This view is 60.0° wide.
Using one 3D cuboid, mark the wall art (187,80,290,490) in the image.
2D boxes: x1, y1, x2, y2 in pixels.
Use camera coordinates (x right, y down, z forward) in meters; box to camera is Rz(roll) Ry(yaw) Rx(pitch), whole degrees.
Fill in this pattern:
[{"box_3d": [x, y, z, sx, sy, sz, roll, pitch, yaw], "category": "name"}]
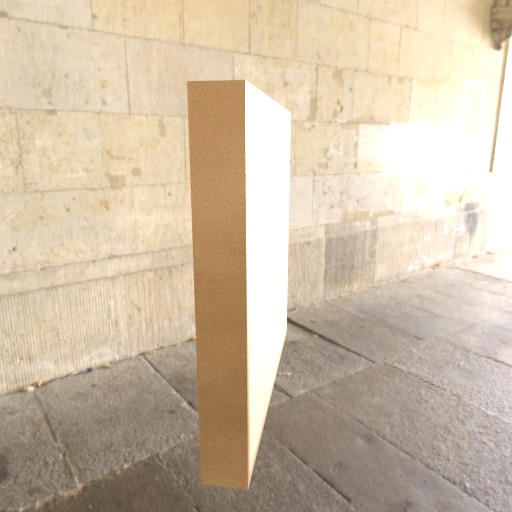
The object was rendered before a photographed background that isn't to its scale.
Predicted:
[{"box_3d": [0.000, 0.000, 0.461, 0.038, 0.303, 0.305, 2, 14, 9], "category": "wall art"}]
